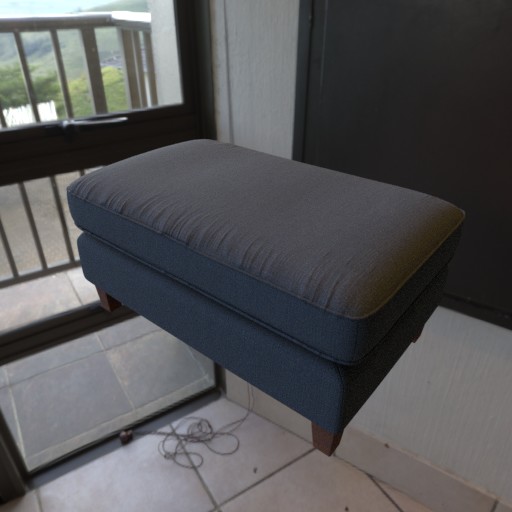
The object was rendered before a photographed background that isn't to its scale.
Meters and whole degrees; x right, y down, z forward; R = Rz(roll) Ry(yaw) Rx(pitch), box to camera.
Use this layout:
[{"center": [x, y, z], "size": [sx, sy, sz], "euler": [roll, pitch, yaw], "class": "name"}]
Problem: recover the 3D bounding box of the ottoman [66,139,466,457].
[{"center": [0.000, 0.000, 1.188], "size": [0.885, 0.438, 0.570], "euler": [23, 38, 33], "class": "ottoman"}]
